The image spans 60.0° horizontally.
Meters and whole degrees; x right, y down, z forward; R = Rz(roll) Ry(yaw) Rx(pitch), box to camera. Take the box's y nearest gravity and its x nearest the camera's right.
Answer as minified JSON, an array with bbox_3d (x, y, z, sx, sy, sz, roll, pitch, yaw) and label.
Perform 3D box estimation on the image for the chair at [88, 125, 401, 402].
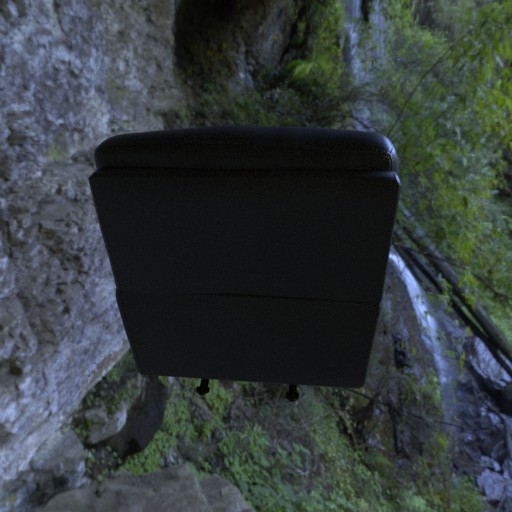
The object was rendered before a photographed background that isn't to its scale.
[{"bbox_3d":[0.000,0.000,2.002,1.096,1.109,1.087,2,15,7],"label":"chair"}]
